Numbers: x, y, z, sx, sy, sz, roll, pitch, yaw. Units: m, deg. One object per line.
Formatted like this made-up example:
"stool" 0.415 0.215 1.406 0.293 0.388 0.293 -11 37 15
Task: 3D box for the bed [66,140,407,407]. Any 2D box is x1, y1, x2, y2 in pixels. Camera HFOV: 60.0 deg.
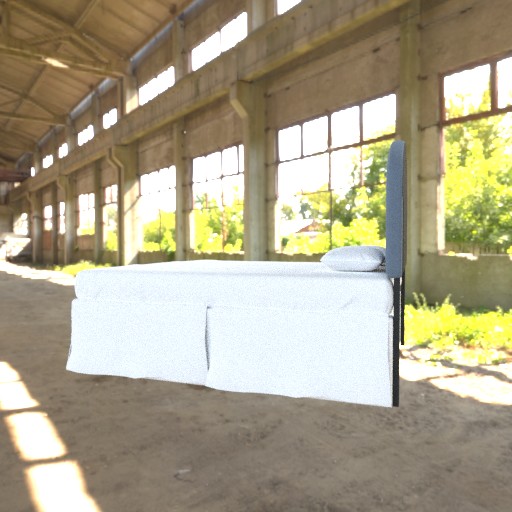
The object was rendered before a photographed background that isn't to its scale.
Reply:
"bed" 0.000 0.000 3.137 2.005 1.410 1.607 1 2 20
